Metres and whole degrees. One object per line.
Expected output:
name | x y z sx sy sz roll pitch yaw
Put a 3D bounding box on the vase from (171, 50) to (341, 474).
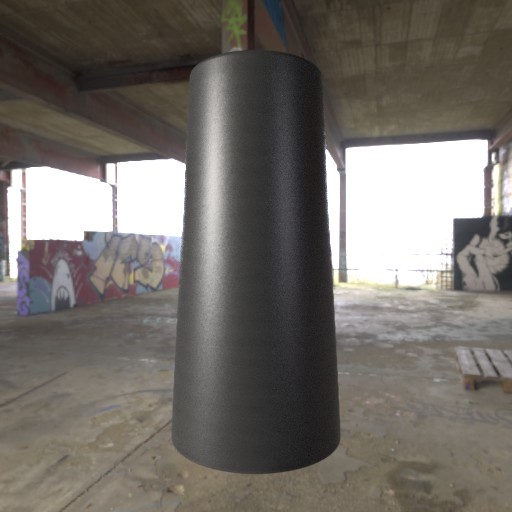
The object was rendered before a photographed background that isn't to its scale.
vase | 0.000 0.000 0.361 0.136 0.289 0.136 1 2 36
